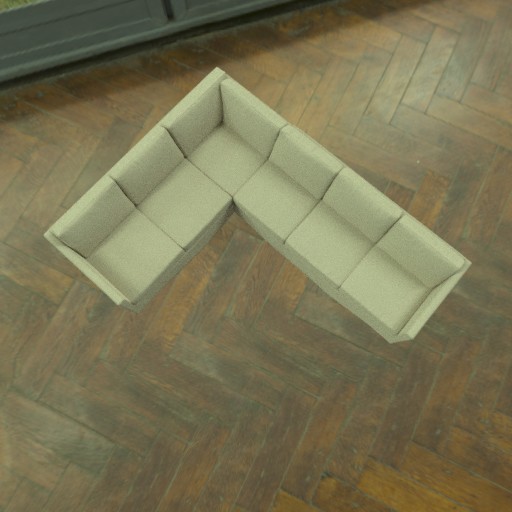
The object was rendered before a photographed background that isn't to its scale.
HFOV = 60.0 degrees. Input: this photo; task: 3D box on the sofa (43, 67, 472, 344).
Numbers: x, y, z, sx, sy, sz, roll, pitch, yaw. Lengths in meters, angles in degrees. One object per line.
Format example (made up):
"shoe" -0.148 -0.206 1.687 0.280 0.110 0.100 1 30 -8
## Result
"sofa" 0.000 0.000 4.334 3.182 0.871 2.432 40 80 9
